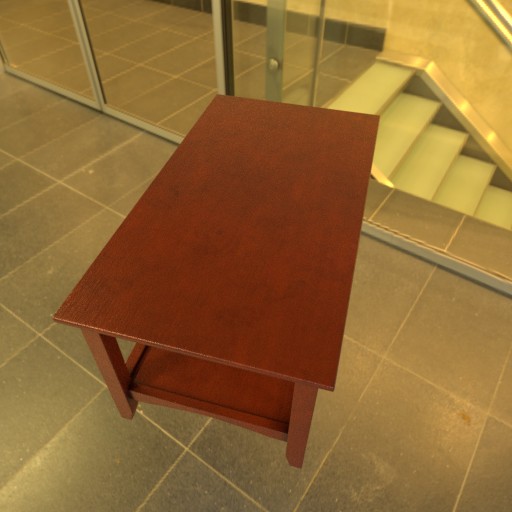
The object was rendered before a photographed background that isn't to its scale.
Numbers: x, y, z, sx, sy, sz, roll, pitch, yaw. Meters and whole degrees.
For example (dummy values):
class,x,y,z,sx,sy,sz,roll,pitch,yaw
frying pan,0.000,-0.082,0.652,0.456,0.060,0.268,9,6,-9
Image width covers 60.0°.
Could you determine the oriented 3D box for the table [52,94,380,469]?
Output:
class,x,y,z,sx,sy,sz,roll,pitch,yaw
table,0.000,0.000,1.259,0.533,0.456,0.943,11,47,11
